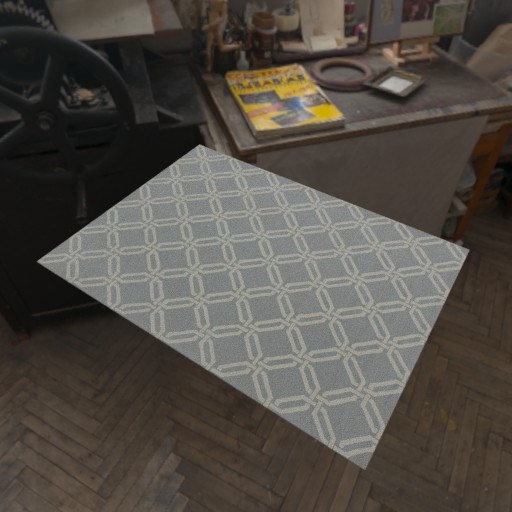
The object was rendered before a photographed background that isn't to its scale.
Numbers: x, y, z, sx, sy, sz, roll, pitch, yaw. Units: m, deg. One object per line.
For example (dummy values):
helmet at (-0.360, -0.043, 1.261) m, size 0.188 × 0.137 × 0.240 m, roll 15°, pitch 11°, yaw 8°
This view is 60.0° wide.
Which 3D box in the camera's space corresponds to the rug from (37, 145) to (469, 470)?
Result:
rug at (0.000, 0.000, 4.243) m, size 3.353 × 0.013 × 2.438 m, roll 26°, pitch 51°, yaw 23°
